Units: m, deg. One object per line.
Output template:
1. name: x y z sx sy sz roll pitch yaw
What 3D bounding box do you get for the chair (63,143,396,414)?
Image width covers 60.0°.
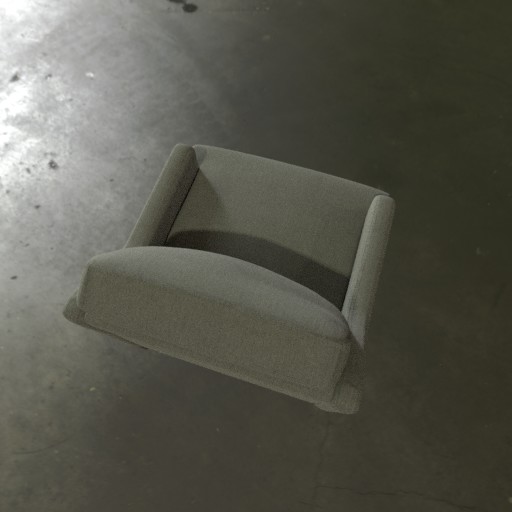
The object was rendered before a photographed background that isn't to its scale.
1. chair: 0.000 0.000 1.510 0.826 0.821 0.892 16 64 8
